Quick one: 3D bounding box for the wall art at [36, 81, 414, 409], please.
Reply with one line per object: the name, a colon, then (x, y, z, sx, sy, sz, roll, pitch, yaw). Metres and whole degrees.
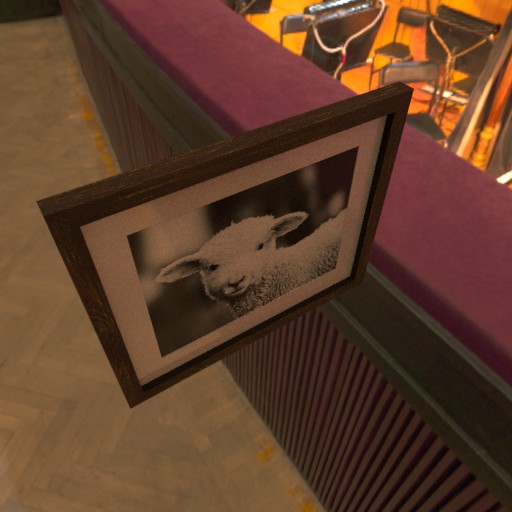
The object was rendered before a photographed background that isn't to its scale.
wall art: (0.000, 0.000, 0.751, 0.558, 0.457, 0.032, -25, 51, -22)
